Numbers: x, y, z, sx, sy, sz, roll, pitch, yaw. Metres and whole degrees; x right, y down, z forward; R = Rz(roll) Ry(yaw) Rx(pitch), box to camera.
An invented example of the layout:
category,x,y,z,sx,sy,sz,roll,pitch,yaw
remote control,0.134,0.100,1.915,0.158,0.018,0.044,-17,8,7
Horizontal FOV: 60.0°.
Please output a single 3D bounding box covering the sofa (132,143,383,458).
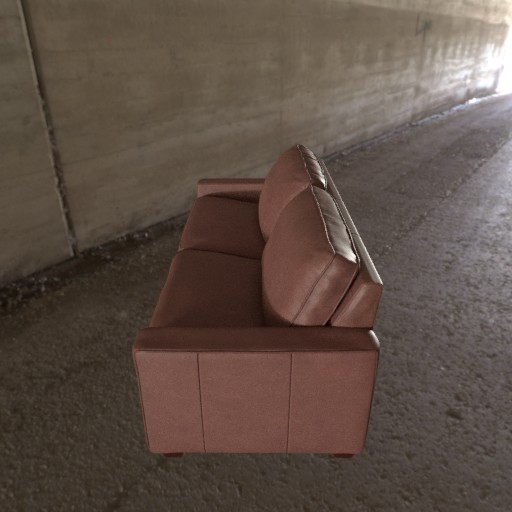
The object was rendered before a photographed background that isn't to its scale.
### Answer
category,x,y,z,sx,sy,sz,roll,pitch,yaw
sofa,0.000,0.000,2.555,0.940,0.919,2.080,0,27,0
